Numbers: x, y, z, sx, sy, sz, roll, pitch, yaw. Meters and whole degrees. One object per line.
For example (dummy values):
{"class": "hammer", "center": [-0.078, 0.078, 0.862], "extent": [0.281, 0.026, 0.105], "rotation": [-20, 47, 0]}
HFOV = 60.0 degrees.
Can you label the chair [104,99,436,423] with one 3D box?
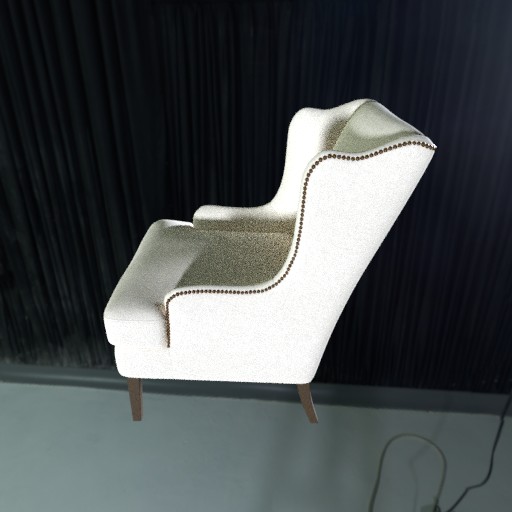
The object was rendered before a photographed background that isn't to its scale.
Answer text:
{"class": "chair", "center": [0.000, 0.000, 1.633], "extent": [0.940, 1.029, 0.737], "rotation": [0, 28, 1]}
